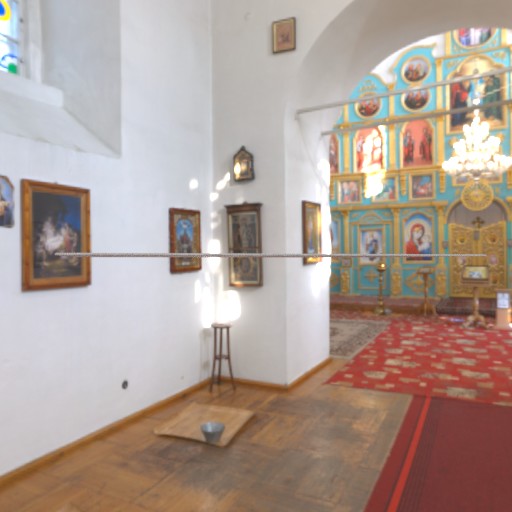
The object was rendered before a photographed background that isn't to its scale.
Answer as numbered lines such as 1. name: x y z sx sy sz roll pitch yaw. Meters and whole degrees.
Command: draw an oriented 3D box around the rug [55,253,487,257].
1. rug: 0.000 0.000 2.879 2.232 0.011 1.555 0 0 -18
